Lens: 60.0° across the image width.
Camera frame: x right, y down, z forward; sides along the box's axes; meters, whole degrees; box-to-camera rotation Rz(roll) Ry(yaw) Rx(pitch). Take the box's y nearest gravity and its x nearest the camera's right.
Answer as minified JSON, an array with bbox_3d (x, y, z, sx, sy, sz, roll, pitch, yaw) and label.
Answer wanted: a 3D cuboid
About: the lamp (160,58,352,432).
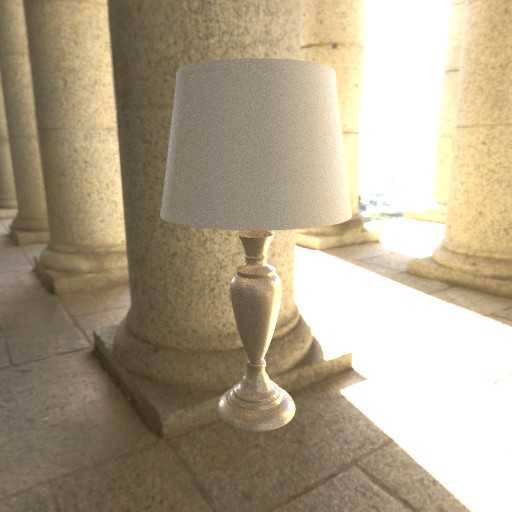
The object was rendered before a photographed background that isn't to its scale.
[{"bbox_3d":[0.000,0.000,0.793,0.328,0.612,0.328,0,14,0],"label":"lamp"}]
